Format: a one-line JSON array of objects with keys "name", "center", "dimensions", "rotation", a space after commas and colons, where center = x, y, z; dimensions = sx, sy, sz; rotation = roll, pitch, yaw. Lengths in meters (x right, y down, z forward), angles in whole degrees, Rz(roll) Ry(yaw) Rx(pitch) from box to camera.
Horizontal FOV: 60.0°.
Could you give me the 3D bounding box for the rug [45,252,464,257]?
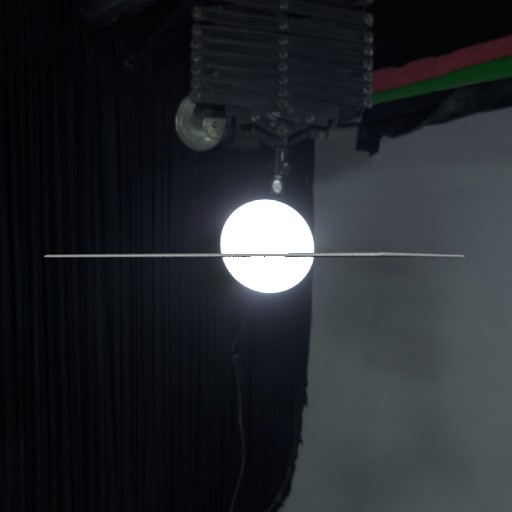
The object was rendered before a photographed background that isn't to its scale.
[{"name": "rug", "center": [0.000, 0.000, 2.880], "dimensions": [2.213, 0.014, 1.608], "rotation": [0, 0, 35]}]
